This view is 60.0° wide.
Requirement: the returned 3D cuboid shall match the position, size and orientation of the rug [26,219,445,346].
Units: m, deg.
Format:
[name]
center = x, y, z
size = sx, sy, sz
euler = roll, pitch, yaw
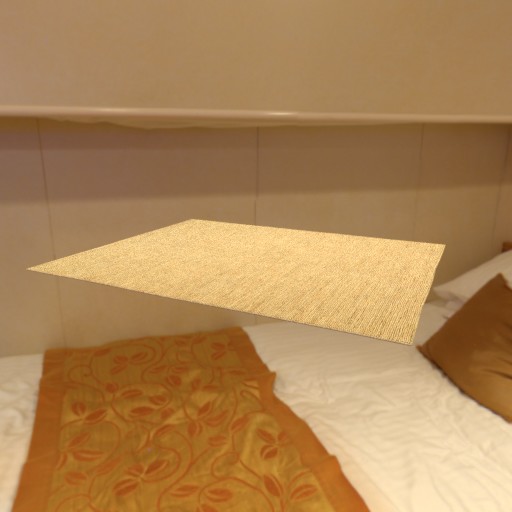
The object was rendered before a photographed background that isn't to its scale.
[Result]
[rug]
center = 0.000, 0.000, 4.037
size = 3.034, 0.012, 2.406
euler = 8, 17, 25
